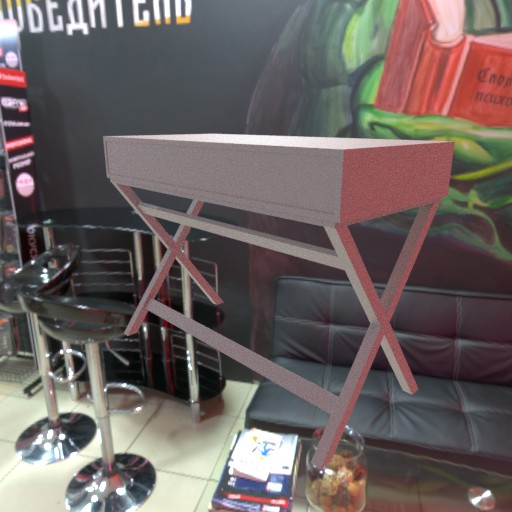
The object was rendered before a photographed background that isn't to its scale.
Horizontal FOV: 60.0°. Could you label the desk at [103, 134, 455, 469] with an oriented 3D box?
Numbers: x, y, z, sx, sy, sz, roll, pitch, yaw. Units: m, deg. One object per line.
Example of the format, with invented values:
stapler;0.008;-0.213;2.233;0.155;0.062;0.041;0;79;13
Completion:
desk;0.000;0.000;1.522;0.525;0.780;1.057;-15;23;-41
